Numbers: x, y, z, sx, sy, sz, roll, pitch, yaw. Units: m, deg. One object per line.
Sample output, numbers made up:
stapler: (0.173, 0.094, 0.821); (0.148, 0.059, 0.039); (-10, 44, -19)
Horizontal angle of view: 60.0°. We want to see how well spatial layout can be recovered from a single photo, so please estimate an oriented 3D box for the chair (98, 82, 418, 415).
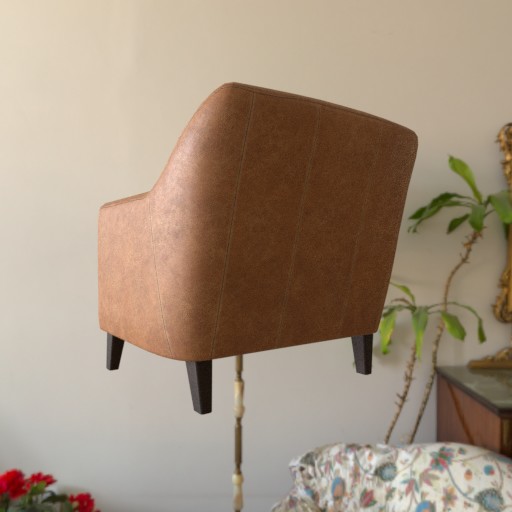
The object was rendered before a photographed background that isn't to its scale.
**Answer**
chair: (0.000, 0.000, 1.816); (1.037, 0.980, 1.034); (0, 1, -36)
